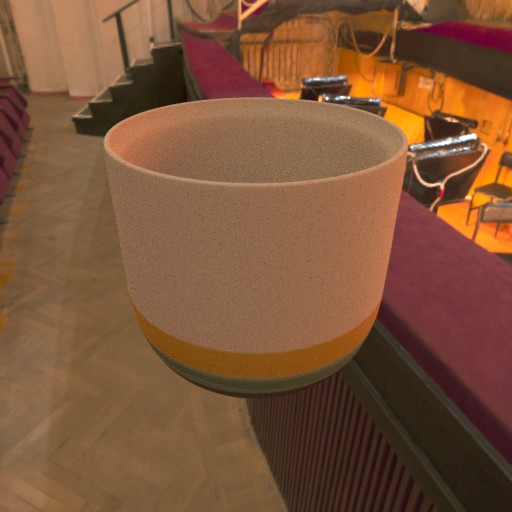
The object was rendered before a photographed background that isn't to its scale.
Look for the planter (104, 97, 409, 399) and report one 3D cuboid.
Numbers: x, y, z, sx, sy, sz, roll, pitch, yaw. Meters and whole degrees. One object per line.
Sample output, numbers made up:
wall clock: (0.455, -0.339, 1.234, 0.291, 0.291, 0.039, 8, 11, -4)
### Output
planter: (0.000, 0.000, 0.471, 0.268, 0.270, 0.268, 0, 31, 0)
